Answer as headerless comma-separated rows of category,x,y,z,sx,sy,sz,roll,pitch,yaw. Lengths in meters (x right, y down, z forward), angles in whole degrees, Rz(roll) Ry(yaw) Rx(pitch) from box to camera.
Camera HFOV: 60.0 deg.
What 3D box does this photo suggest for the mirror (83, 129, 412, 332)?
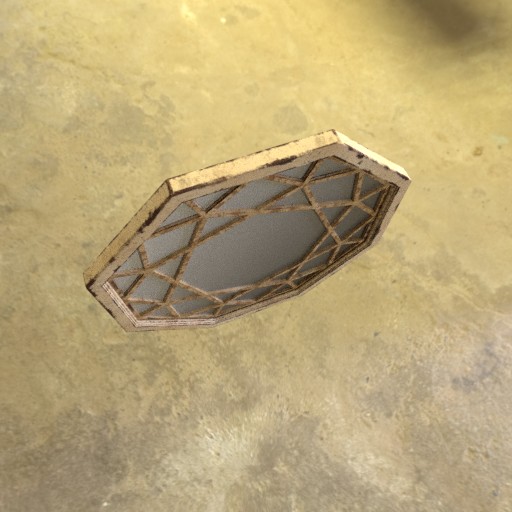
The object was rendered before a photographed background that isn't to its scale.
mirror,0.000,0.000,0.951,0.648,0.648,0.031,-19,65,-9
